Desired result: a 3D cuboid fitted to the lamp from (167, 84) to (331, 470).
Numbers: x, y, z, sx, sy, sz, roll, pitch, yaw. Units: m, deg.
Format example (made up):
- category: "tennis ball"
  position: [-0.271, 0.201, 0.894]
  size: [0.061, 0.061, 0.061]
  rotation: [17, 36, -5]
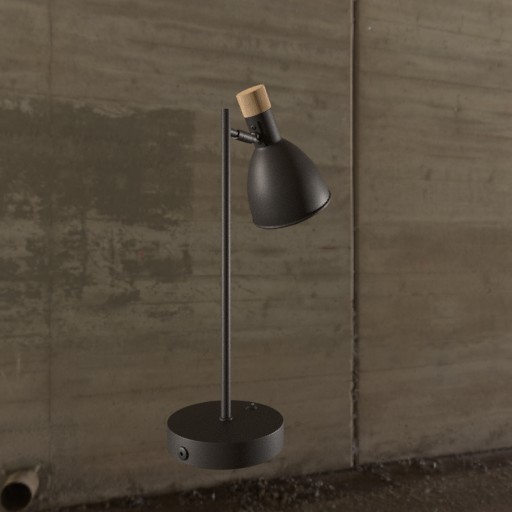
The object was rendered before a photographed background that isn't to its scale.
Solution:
- category: "lamp"
  position: [0.000, 0.000, 0.627]
  size: [0.152, 0.483, 0.287]
  rotation: [0, 0, 37]
